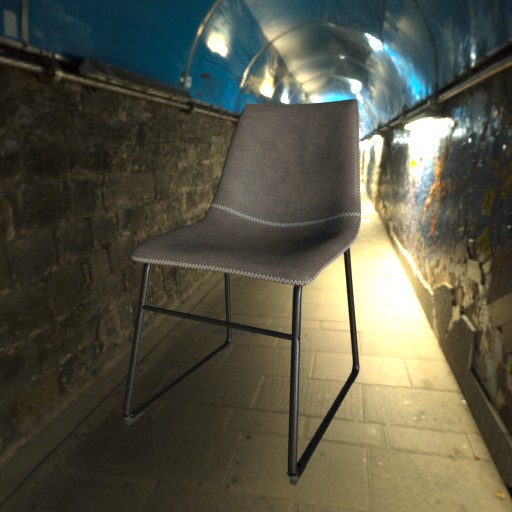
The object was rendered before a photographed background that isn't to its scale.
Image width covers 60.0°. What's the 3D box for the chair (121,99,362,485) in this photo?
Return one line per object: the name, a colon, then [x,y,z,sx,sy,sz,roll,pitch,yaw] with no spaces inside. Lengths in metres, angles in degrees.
chair: [0.000,0.000,1.117,0.460,0.780,0.550,7,16,26]
